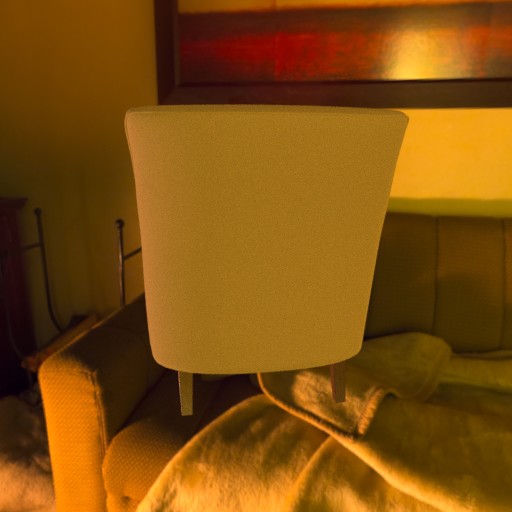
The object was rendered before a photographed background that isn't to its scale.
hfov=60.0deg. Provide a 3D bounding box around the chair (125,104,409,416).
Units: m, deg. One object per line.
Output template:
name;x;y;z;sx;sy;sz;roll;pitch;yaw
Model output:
chair;0.000;0.000;1.534;0.756;0.916;0.879;-2;13;-8
